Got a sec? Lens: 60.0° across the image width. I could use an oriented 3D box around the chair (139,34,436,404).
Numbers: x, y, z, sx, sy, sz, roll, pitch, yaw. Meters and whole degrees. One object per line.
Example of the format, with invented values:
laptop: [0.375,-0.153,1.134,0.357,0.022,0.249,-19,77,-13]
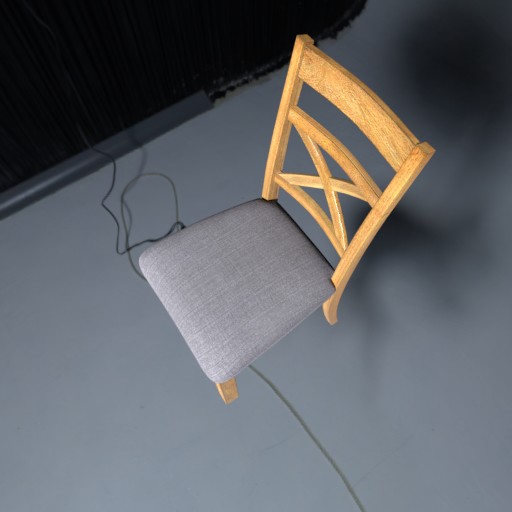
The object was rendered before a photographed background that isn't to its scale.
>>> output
chair: [0.000,0.000,1.266,0.581,0.949,0.470,-31,67,-15]
